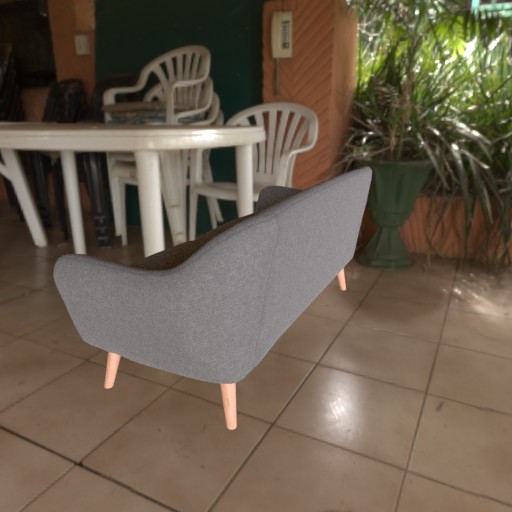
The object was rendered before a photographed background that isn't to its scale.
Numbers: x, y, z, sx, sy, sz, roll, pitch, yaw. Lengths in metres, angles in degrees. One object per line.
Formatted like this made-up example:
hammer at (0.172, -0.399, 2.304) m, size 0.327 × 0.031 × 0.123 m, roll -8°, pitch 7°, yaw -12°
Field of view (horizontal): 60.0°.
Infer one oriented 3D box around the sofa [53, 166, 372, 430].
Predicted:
sofa at (0.000, 0.000, 2.256) m, size 0.820 × 0.820 × 1.840 m, roll 9°, pitch 20°, yaw 25°
